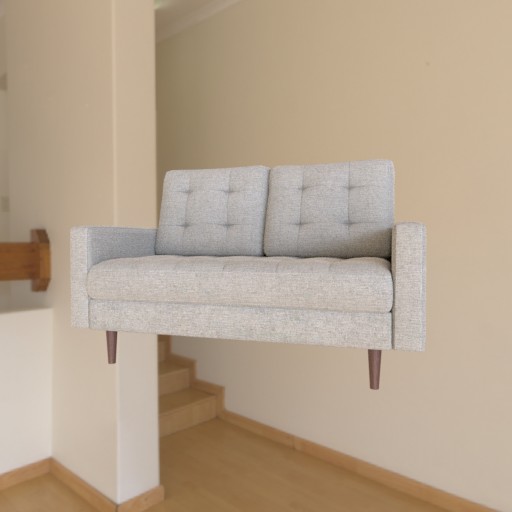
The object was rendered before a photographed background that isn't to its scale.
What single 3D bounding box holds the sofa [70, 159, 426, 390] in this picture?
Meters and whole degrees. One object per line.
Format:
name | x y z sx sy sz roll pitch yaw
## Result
sofa | 0.000 0.000 2.012 1.407 0.907 0.842 1 2 18
